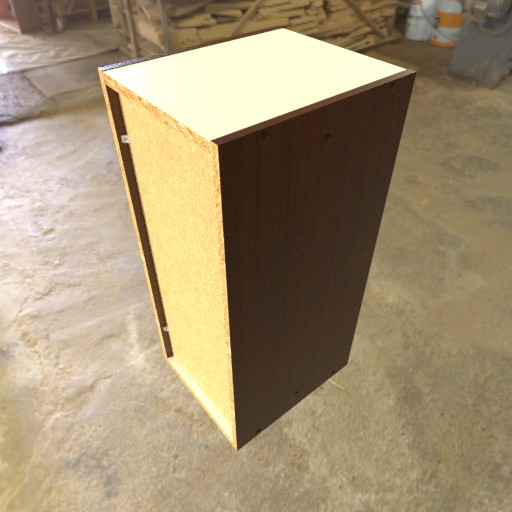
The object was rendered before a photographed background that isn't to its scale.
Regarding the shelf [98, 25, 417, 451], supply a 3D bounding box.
[{"bbox_3d":[0.000,0.000,0.732,0.290,0.600,0.253,-28,49,-28],"label":"shelf"}]
